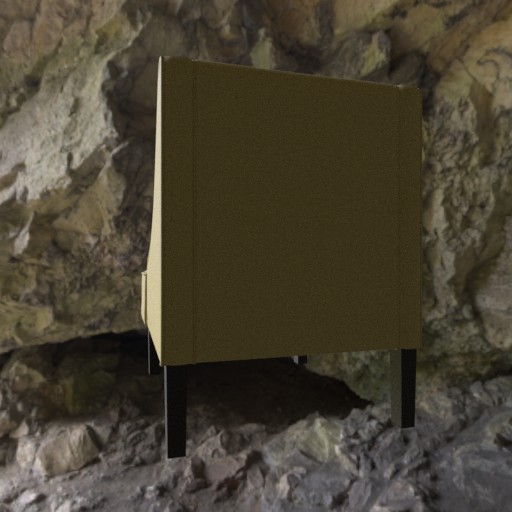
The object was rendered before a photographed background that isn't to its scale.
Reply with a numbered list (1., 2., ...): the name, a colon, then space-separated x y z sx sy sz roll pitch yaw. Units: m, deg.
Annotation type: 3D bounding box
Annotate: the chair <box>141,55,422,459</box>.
1. chair: 0.000 0.000 1.441 0.696 0.896 0.814 0 0 -17
